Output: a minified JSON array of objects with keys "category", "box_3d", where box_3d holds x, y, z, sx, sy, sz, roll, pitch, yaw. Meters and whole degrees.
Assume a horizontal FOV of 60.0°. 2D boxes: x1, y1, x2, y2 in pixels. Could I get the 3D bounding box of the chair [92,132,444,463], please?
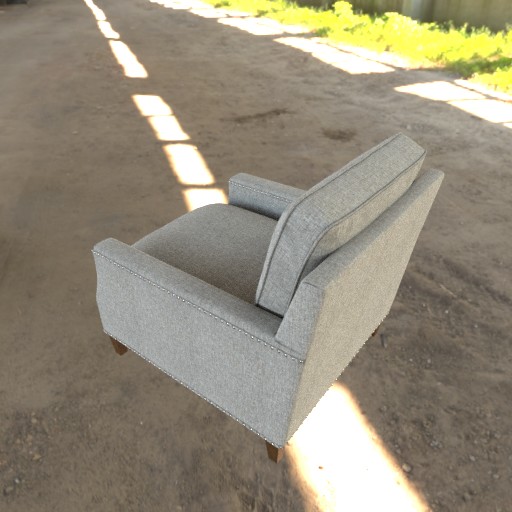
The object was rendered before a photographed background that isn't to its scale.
[{"category":"chair","box_3d":[0.000,0.000,1.693,1.014,0.943,0.853,23,39,30]}]
